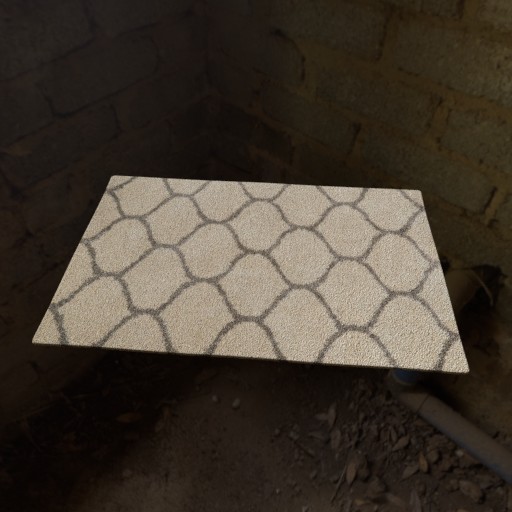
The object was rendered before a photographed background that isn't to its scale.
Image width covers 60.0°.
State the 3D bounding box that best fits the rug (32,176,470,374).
[{"bbox_3d":[0.000,0.000,2.865,2.348,0.024,1.501,3,47,3],"label":"rug"}]
